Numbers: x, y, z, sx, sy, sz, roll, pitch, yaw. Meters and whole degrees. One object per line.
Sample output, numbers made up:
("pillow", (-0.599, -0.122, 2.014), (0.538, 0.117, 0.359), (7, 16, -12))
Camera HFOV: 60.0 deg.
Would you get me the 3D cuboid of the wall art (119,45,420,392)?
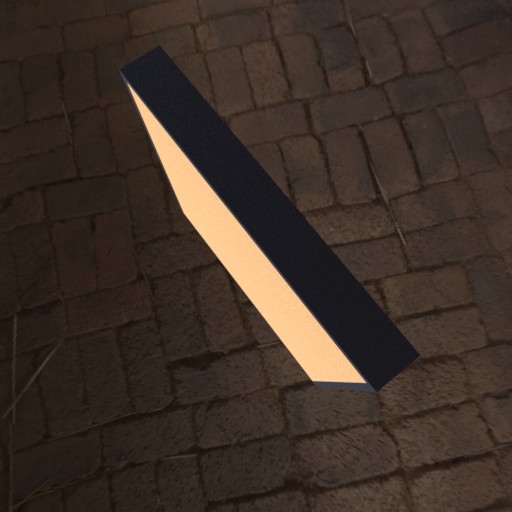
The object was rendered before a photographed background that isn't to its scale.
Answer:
("wall art", (0.000, 0.000, 0.464), (0.038, 0.304, 0.304), (-36, 78, -9))
